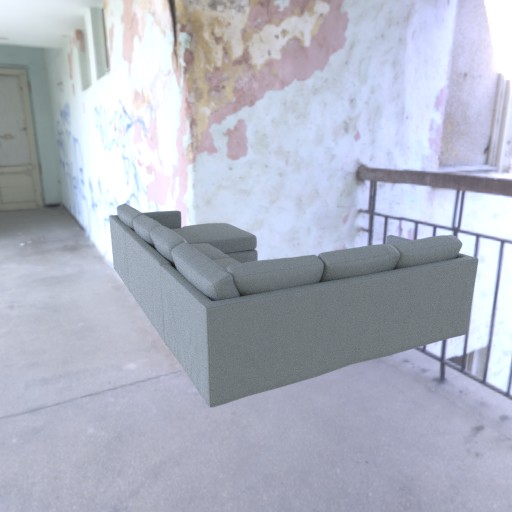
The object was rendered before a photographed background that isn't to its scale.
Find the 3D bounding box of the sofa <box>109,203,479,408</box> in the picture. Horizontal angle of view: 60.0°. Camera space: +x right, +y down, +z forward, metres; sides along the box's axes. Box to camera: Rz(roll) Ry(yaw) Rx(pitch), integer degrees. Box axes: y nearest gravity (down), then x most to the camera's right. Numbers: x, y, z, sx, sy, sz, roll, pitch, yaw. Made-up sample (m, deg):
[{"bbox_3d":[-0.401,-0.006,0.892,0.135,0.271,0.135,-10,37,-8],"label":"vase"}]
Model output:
[{"bbox_3d":[0.000,0.000,4.702,2.427,0.882,3.460,-8,17,-26],"label":"sofa"}]
